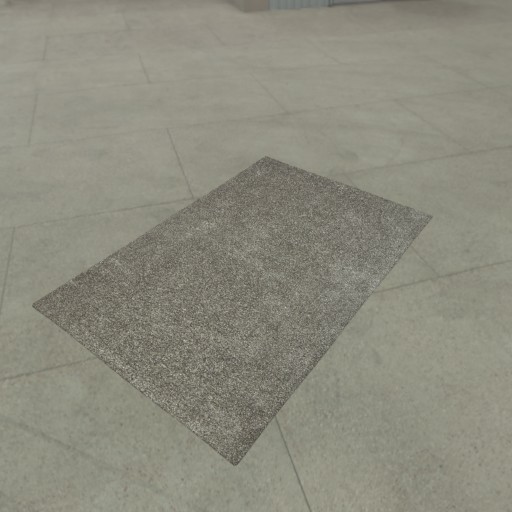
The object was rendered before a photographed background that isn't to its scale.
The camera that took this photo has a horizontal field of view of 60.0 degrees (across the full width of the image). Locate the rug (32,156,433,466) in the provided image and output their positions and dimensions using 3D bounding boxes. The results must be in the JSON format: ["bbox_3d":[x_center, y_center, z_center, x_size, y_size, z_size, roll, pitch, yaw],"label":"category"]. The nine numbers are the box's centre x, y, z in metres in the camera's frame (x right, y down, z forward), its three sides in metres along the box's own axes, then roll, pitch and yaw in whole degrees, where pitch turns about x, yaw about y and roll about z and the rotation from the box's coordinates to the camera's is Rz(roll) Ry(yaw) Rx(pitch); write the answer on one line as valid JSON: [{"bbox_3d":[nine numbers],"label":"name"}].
[{"bbox_3d":[0.000,0.000,3.432,1.802,0.026,2.699,26,47,28],"label":"rug"}]
